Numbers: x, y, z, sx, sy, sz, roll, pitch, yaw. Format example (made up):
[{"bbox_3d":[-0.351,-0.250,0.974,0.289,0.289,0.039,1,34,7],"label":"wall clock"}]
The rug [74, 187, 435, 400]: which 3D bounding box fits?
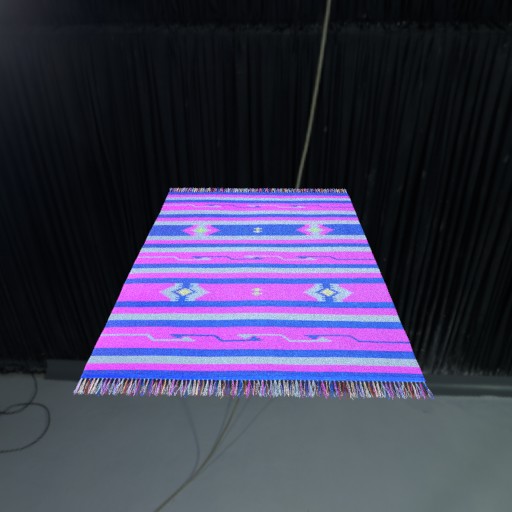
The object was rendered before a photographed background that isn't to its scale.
[{"bbox_3d":[0.000,0.000,2.873,1.539,0.013,2.350,0,31,1],"label":"rug"}]
